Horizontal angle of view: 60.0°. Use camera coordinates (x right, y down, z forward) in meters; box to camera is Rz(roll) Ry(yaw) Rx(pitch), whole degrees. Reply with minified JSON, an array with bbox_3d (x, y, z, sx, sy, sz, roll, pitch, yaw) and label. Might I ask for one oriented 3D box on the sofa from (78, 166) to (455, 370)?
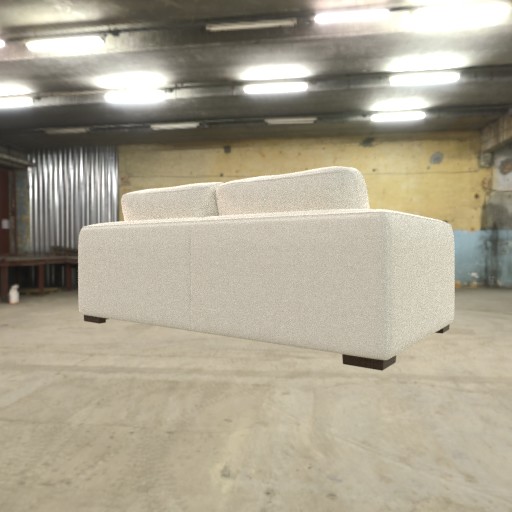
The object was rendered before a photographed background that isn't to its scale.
[{"bbox_3d":[0.000,0.000,2.526,1.920,0.801,1.069,1,1,36],"label":"sofa"}]
